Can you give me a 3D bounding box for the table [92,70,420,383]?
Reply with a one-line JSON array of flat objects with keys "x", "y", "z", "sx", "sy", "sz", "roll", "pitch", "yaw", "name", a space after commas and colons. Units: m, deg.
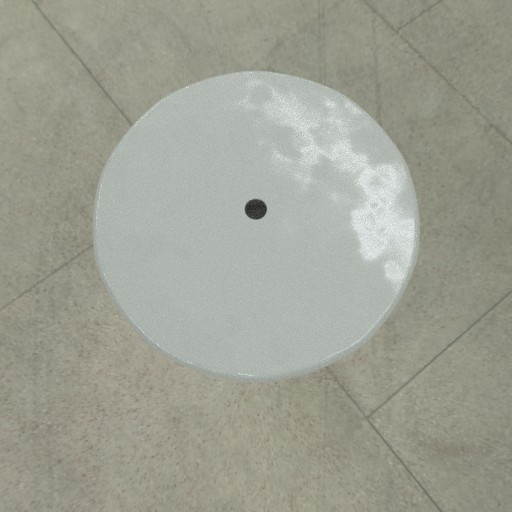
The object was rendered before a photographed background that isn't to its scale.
[{"x": 0.000, "y": 0.000, "z": 0.650, "sx": 0.352, "sy": 0.387, "sz": 0.352, "roll": 0, "pitch": 75, "yaw": 0, "name": "table"}]
